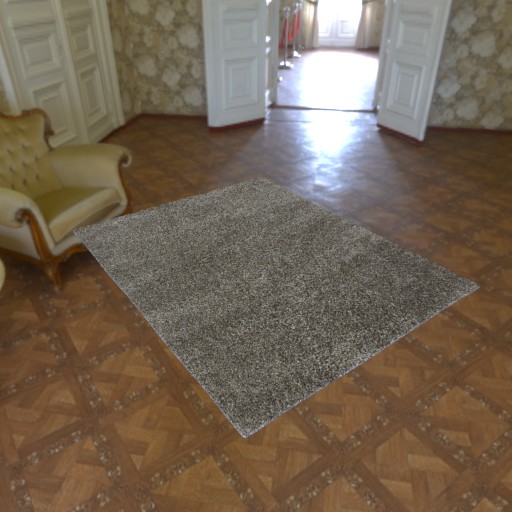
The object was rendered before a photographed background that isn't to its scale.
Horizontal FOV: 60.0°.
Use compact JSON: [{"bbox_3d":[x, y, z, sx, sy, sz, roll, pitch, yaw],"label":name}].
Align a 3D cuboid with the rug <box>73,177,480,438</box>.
[{"bbox_3d":[0.000,0.000,4.084,2.401,0.025,3.000,-21,38,-31],"label":"rug"}]
